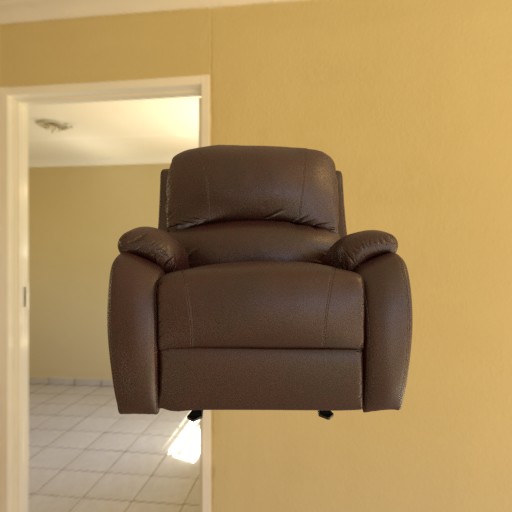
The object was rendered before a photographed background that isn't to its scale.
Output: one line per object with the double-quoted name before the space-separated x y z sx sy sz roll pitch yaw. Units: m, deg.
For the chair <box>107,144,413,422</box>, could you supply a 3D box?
"chair" 0.000 0.000 1.726 0.930 1.011 0.899 0 0 -3
